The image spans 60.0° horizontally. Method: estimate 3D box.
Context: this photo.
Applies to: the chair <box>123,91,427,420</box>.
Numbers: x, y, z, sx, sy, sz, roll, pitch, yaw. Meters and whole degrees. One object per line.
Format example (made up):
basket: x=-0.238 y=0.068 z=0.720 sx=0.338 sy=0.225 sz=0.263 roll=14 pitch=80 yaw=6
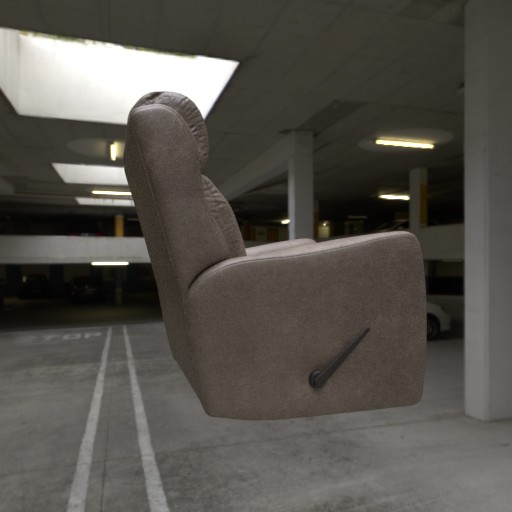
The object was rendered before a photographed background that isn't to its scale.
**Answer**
chair: x=0.000 y=0.000 z=1.877 sx=1.068 sy=1.116 sz=0.967 roll=0 pitch=0 yaw=-18
